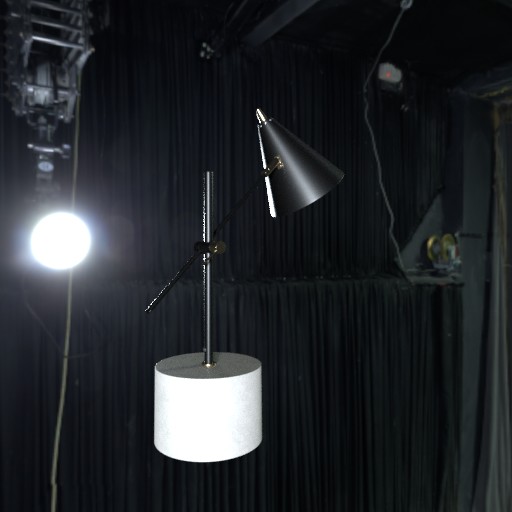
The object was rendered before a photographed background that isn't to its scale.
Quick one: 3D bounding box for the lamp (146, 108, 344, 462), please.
[{"bbox_3d":[0.000,0.000,0.721,0.403,0.518,0.214,0,1,-36],"label":"lamp"}]
